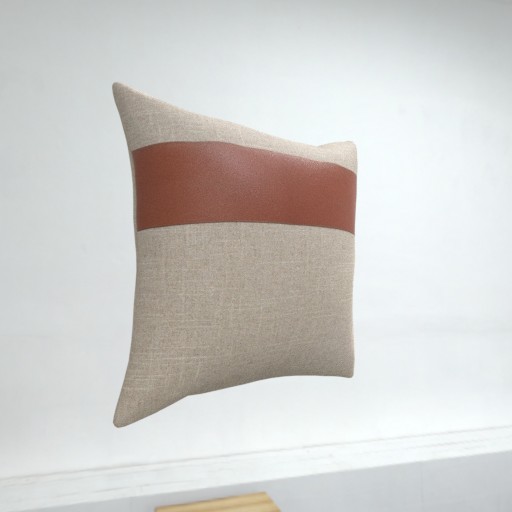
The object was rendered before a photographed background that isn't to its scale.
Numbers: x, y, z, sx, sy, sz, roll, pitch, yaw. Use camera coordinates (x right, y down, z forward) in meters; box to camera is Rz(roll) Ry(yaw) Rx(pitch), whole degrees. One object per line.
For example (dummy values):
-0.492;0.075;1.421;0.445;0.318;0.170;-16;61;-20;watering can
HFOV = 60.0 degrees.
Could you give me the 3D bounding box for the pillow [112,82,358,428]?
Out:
0.000;0.000;0.630;0.414;0.399;0.173;1;-2;-37;pillow
